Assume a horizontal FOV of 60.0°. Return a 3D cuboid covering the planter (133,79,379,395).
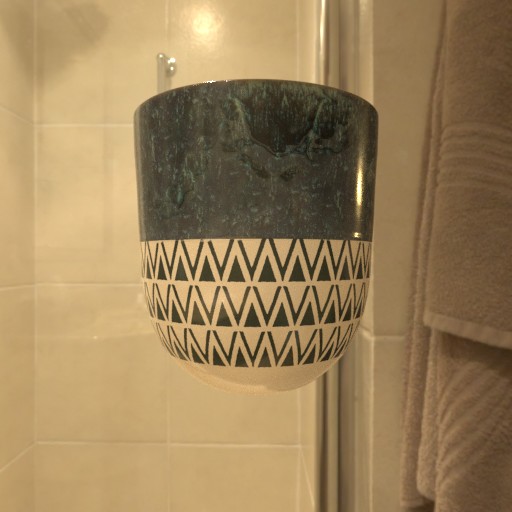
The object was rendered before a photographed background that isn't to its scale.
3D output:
[{"bbox_3d":[0.000,0.000,0.364,0.195,0.214,0.195,0,0,0],"label":"planter"}]
